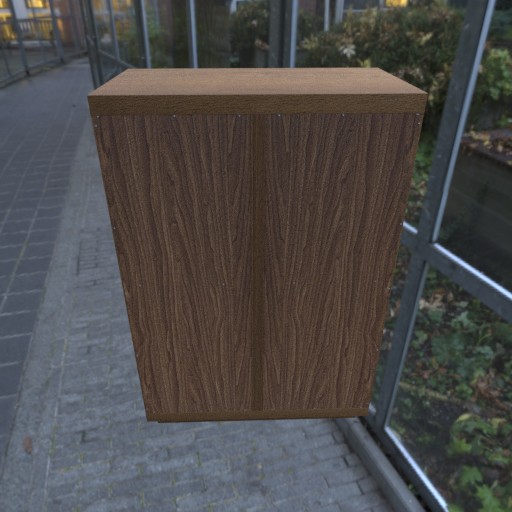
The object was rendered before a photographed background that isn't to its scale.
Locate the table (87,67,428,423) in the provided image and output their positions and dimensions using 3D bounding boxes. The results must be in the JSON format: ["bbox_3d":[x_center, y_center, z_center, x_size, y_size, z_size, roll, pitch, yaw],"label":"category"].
[{"bbox_3d":[0.000,0.000,1.722,0.901,1.294,0.524,-1,30,-2],"label":"table"}]
